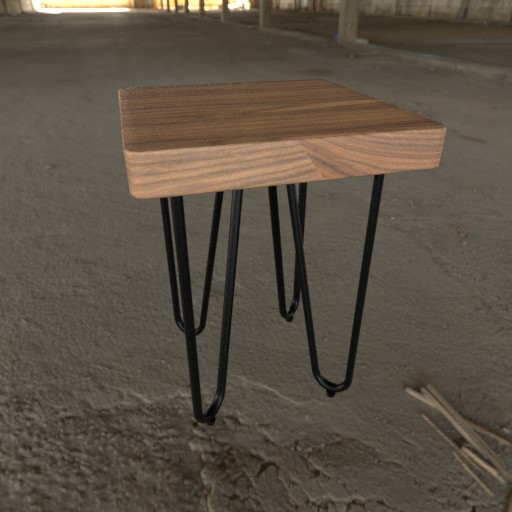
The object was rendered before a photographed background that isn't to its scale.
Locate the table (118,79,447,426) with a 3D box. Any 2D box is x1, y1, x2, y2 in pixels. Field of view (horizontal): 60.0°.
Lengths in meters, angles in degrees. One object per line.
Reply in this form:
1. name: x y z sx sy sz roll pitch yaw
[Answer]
1. table: 0.000 0.000 0.970 0.480 0.641 0.479 -8 31 -14
